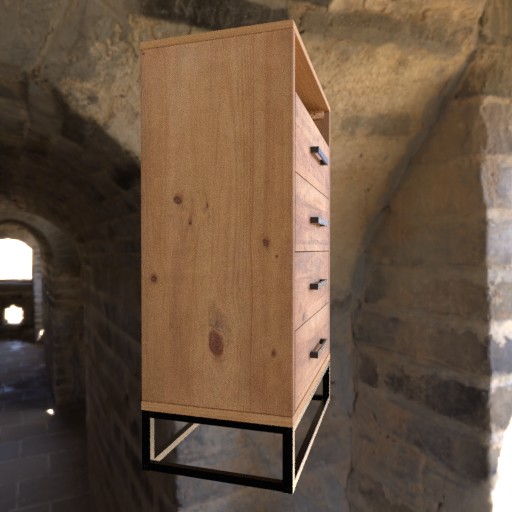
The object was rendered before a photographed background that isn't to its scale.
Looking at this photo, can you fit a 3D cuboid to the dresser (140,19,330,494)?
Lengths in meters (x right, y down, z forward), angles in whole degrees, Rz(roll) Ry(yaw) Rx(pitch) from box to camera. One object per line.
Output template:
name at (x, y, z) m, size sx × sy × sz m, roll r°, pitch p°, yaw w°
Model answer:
dresser at (0.000, 0.000, 1.578) m, size 0.479 × 1.240 × 0.761 m, roll 0°, pitch 1°, yaw 17°
